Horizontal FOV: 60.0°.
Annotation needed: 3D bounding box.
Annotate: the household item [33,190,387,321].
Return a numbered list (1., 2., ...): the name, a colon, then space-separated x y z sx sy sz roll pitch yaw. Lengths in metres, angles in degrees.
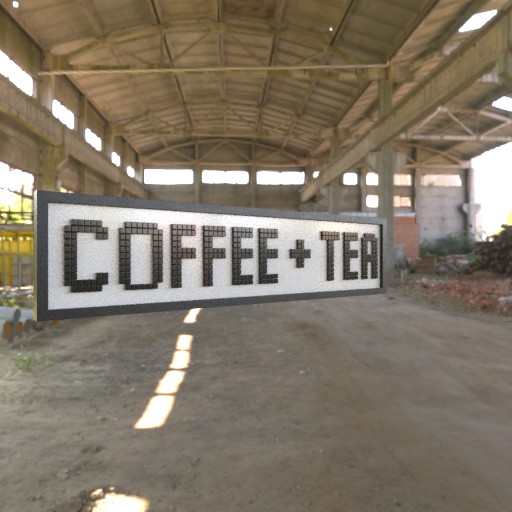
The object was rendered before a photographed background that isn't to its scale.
1. household item: 0.000 0.000 1.104 1.001 0.236 0.030 0 0 -37
